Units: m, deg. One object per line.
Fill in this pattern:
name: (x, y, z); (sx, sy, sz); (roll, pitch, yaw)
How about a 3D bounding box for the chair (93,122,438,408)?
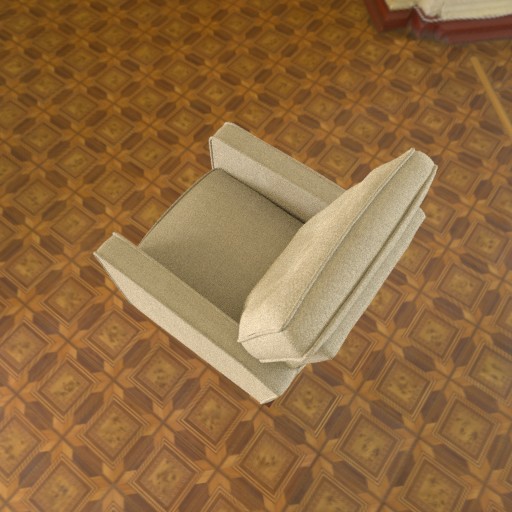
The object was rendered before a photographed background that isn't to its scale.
chair: (0.000, 0.000, 1.414); (0.754, 0.888, 0.648); (33, 68, 16)
